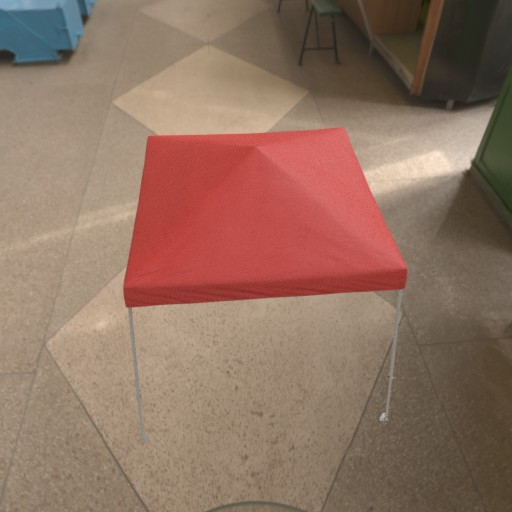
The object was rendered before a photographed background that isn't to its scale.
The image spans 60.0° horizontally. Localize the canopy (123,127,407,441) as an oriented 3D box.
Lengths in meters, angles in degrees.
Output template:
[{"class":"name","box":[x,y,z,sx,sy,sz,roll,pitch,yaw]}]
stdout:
[{"class":"canopy","box":[0.000,0.000,6.429,3.600,3.600,3.599,-3,45,-3]}]
